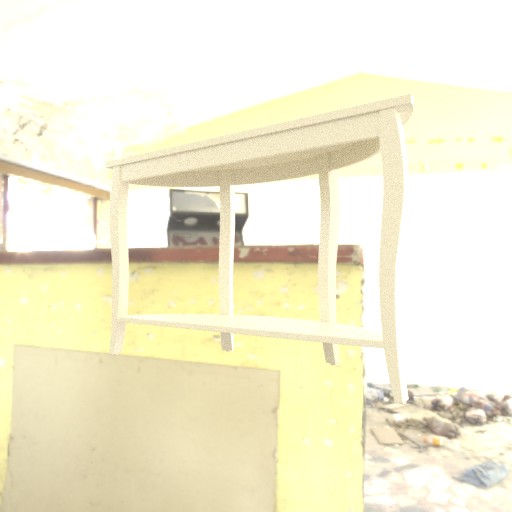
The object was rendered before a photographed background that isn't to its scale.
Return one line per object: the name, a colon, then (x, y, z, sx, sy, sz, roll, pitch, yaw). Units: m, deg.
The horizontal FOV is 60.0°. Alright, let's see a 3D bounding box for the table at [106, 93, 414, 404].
table: (0.000, 0.000, 1.604, 1.219, 0.780, 0.394, -1, -2, 35)
